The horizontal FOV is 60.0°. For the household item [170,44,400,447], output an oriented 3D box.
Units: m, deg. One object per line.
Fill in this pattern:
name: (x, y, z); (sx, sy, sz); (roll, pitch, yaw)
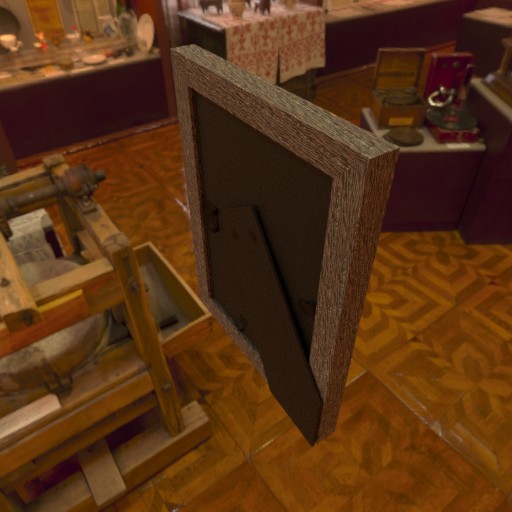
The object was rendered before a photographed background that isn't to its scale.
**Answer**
household item: (0.000, 0.000, 0.278); (0.020, 0.210, 0.160); (-24, 46, -25)
